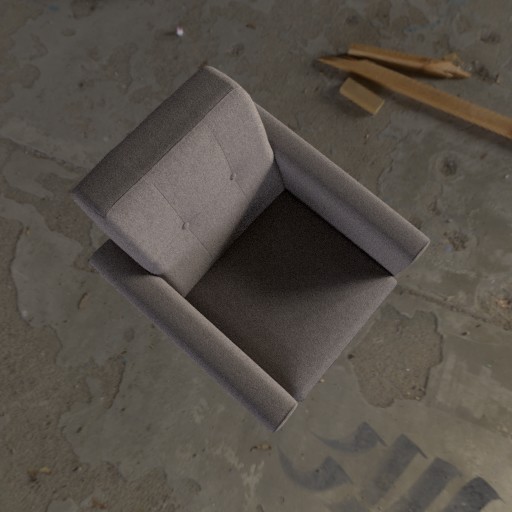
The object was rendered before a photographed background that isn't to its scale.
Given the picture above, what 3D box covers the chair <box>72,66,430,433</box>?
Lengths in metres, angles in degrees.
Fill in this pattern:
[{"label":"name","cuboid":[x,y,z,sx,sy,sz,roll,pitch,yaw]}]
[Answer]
[{"label":"chair","cuboid":[0.000,0.000,1.599,0.907,0.839,0.831,40,79,10]}]
